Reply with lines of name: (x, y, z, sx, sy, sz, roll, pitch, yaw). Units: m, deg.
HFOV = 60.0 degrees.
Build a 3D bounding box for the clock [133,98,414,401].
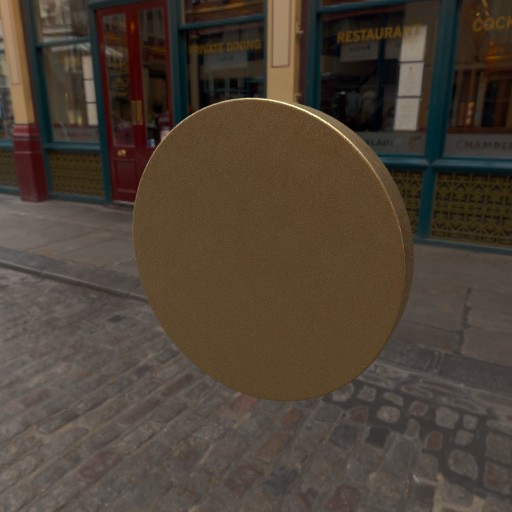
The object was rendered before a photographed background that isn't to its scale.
clock: (0.000, 0.000, 0.469, 0.314, 0.314, 0.040, 9, 18, 28)
